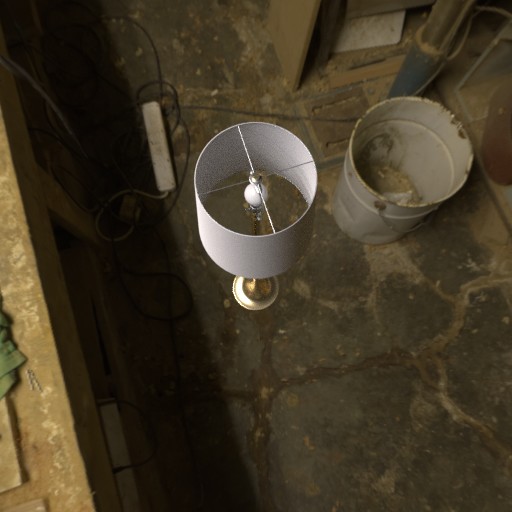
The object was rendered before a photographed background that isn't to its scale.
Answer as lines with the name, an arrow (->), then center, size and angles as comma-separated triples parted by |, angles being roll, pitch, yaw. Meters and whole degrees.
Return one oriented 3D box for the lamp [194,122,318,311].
lamp -> 0.000, 0.000, 1.726 | 0.337, 1.543, 0.337 | 0, 77, 0
